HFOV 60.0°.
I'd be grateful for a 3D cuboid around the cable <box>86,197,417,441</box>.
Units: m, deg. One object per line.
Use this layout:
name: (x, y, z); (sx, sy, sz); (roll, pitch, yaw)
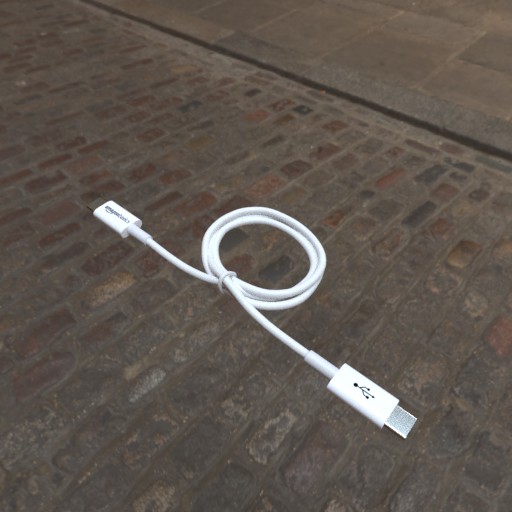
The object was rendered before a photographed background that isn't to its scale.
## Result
cable: (0.000, 0.000, 0.226); (0.203, 0.014, 0.070); (32, 55, 26)
